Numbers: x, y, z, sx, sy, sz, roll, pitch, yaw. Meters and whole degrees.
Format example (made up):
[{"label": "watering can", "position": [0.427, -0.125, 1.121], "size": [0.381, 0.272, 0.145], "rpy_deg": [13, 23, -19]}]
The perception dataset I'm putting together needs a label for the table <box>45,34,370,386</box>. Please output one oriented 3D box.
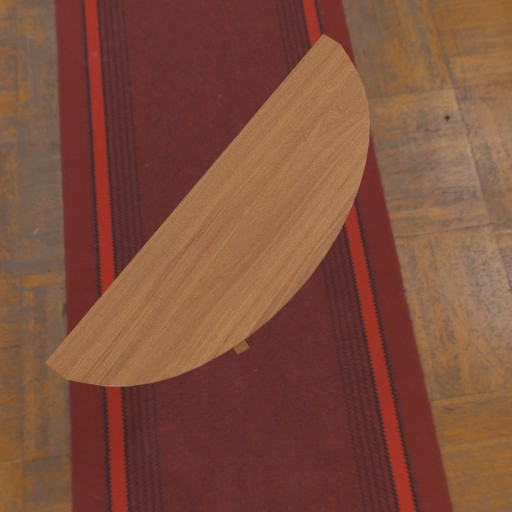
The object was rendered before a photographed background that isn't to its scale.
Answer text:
[{"label": "table", "position": [0.000, 0.000, 1.509], "size": [0.394, 0.692, 1.198], "rpy_deg": [36, 78, 9]}]
